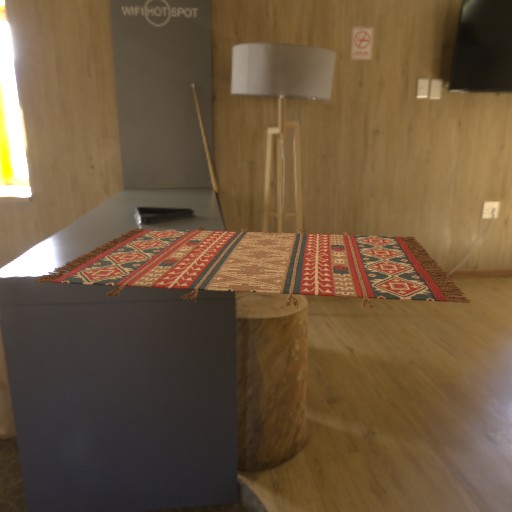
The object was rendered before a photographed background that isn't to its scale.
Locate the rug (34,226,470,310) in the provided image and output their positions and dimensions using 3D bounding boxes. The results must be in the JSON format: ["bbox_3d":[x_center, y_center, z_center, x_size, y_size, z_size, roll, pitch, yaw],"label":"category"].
[{"bbox_3d":[0.000,0.000,2.583,2.025,0.040,1.469,2,16,8],"label":"rug"}]
